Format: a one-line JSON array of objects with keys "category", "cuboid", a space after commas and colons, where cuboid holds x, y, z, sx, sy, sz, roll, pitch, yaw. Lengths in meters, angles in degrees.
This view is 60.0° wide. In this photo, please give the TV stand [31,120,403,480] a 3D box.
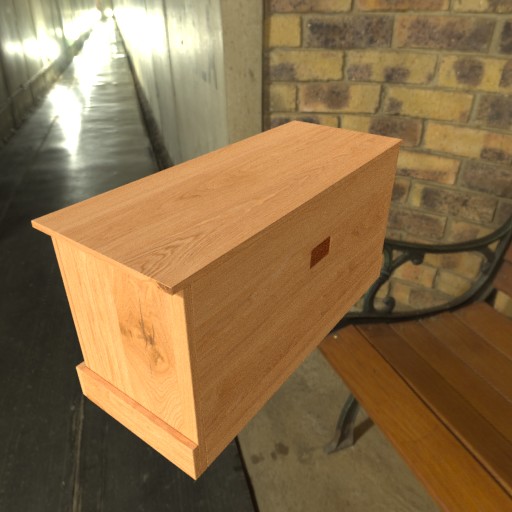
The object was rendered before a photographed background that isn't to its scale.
[{"category": "TV stand", "cuboid": [0.000, 0.000, 1.373, 0.440, 0.550, 1.080, 21, 37, 31]}]
